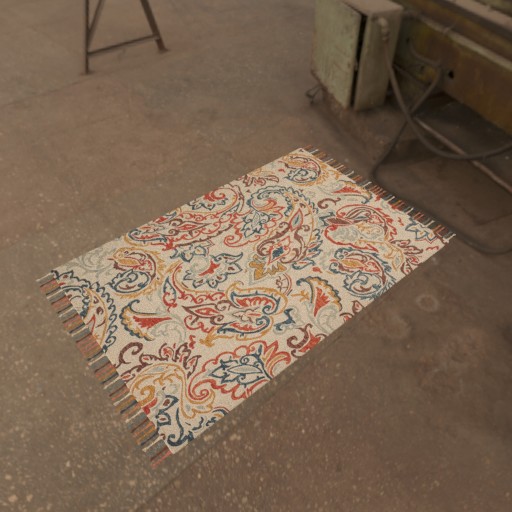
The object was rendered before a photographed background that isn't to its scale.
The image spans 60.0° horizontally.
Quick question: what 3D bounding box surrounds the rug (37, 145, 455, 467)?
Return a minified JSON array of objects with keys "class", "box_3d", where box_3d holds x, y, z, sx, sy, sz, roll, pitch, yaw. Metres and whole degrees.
[{"class":"rug","box_3d":[0.000,0.000,2.427,1.997,0.010,1.218,-31,54,-26]}]
